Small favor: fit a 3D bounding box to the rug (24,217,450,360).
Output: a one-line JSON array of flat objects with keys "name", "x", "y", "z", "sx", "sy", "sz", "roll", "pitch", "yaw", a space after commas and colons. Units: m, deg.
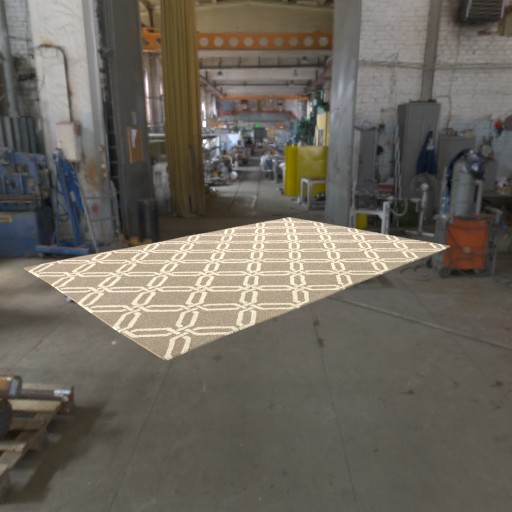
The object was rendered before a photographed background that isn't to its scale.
[{"name": "rug", "x": 0.000, "y": 0.000, "z": 2.127, "sx": 1.748, "sy": 0.010, "sz": 1.142, "roll": -14, "pitch": 21, "yaw": -42}]
